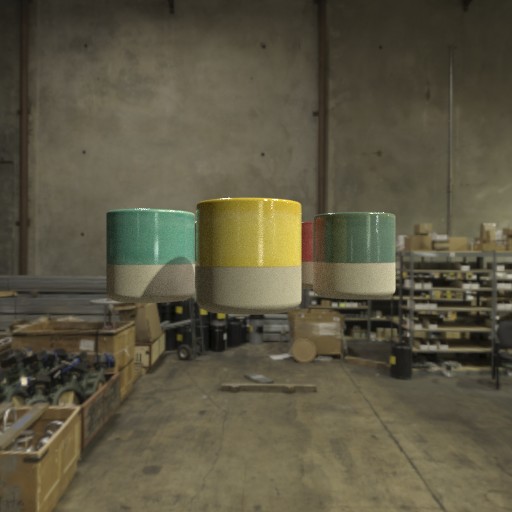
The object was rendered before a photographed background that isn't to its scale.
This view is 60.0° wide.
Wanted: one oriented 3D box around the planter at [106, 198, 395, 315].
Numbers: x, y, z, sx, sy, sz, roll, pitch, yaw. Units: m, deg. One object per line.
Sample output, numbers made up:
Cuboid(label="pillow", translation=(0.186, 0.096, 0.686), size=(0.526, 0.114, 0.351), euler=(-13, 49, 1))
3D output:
Cuboid(label="planter", translation=(0.000, 0.000, 0.424), size=(0.257, 0.075, 0.286), euler=(0, 0, 0))
